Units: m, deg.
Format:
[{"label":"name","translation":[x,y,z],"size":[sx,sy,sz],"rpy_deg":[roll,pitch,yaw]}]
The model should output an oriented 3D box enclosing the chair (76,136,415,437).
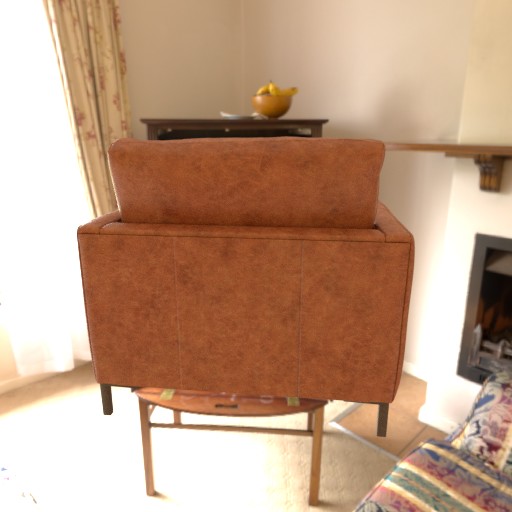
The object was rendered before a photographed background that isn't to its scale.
[{"label":"chair","translation":[0.000,0.000,1.653],"size":[0.967,0.869,0.862],"rpy_deg":[2,16,7]}]
